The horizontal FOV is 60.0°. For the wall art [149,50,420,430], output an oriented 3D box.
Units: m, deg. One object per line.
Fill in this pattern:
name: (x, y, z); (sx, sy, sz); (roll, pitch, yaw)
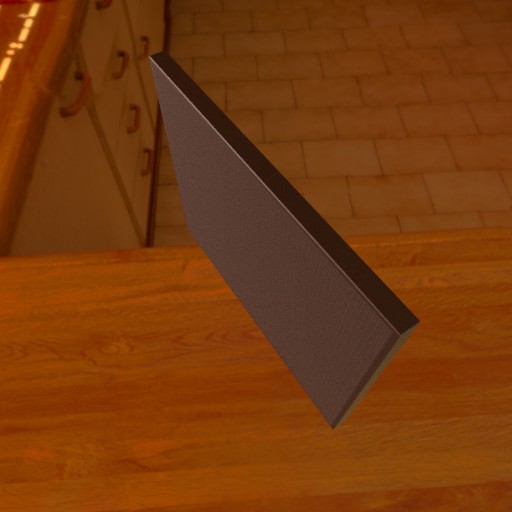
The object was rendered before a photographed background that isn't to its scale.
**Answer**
wall art: (0.000, 0.000, 0.763); (0.029, 0.458, 0.559); (-30, 62, -17)
